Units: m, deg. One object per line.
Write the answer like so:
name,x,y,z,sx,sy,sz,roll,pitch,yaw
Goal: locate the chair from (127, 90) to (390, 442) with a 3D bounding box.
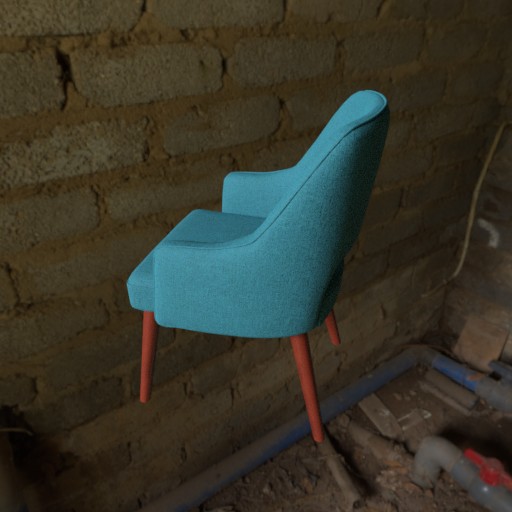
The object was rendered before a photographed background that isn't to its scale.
chair,0.000,0.000,1.227,0.605,0.849,0.548,8,31,13
